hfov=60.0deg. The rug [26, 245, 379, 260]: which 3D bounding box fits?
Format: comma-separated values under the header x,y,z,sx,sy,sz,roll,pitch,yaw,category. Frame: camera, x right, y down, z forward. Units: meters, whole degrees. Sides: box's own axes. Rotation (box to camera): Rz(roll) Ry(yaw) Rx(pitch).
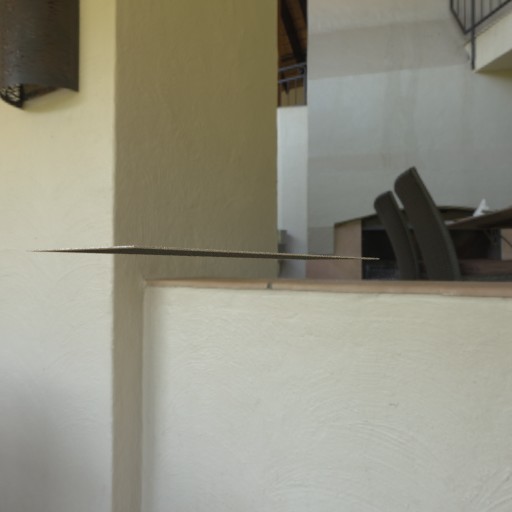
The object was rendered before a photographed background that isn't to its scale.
x,y,z,sx,sy,sz,roll,pitch,yaw,category
0.000,0.000,2.679,0.688,0.005,2.437,-1,-2,34,rug
